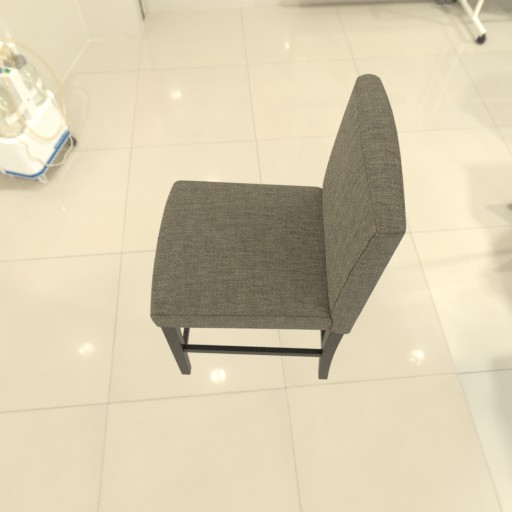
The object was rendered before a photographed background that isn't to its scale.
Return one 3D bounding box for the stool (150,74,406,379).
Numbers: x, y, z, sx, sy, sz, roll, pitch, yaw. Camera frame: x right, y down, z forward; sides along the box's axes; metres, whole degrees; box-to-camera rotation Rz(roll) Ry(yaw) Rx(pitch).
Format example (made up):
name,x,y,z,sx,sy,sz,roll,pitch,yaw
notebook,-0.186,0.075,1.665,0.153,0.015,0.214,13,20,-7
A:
name,x,y,z,sx,sy,sz,roll,pitch,yaw
stool,0.000,0.000,1.274,0.552,0.966,0.451,2,58,1
